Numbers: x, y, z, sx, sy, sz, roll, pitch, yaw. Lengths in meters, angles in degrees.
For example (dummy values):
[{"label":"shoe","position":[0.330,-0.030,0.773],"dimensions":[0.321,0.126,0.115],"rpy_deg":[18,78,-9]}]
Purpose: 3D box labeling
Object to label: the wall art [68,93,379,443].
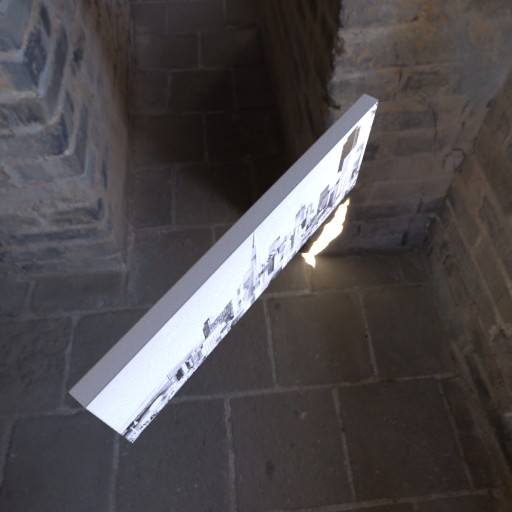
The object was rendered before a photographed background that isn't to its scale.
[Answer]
[{"label":"wall art","position":[0.000,0.000,0.849],"dimensions":[0.036,0.256,0.766],"rpy_deg":[33,63,19]}]
